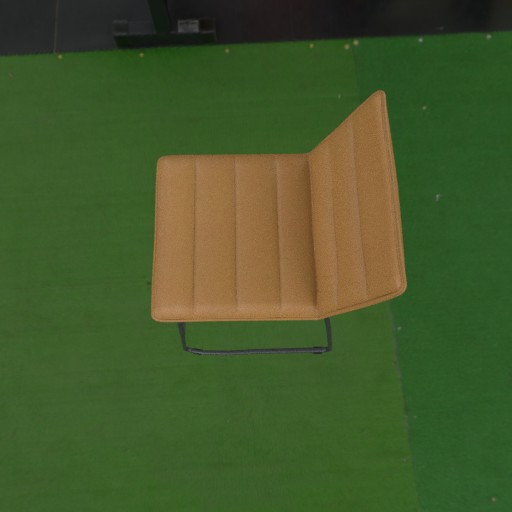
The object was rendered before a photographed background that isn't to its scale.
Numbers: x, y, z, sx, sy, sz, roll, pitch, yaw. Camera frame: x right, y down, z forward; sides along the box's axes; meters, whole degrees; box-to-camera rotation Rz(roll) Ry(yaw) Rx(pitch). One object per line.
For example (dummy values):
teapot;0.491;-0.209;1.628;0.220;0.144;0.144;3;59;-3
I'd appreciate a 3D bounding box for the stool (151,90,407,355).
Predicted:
stool;0.000;0.000;1.211;0.524;0.936;0.489;-1;75;0
